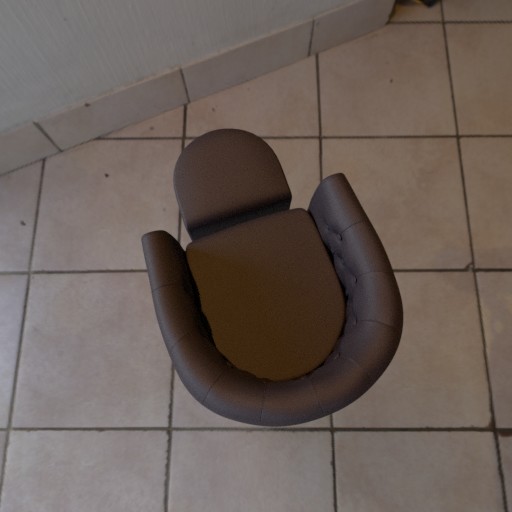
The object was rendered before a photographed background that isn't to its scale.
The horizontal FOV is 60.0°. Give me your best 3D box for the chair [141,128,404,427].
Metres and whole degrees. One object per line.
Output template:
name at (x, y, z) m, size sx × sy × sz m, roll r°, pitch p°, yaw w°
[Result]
chair at (0.000, 0.000, 1.711) m, size 0.763 × 0.760 × 1.191 m, roll -18°, pitch 76°, yaw -5°
